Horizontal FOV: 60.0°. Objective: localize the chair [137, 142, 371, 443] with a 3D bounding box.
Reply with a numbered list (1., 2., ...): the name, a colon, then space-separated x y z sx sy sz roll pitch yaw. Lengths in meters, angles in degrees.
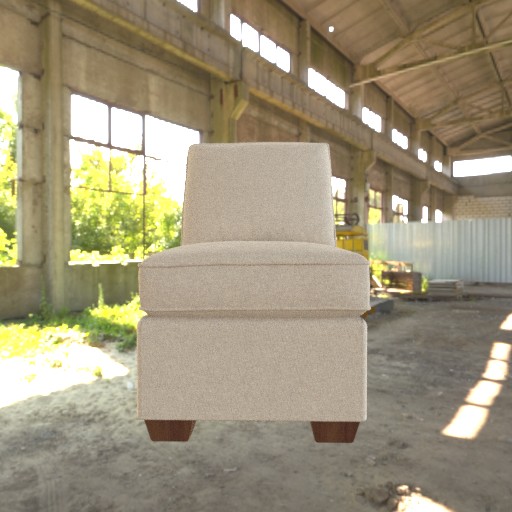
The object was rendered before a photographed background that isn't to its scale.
1. chair: 0.000 0.000 1.571 0.621 0.970 0.938 0 0 1
